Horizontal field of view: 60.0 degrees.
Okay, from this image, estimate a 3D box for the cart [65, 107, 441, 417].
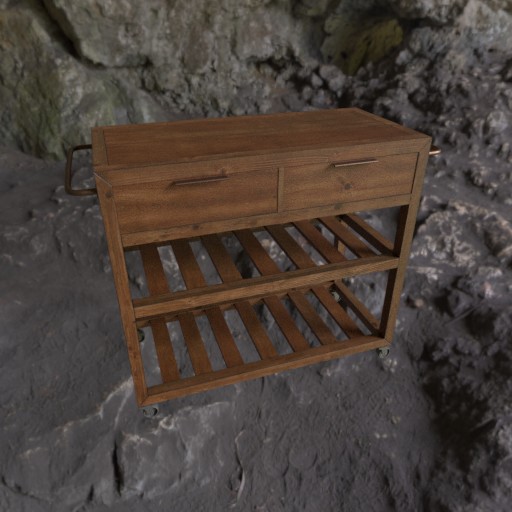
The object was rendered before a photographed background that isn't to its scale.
[{"bbox_3d":[0.000,0.000,1.501,1.065,0.830,0.445,-10,31,-16],"label":"cart"}]
